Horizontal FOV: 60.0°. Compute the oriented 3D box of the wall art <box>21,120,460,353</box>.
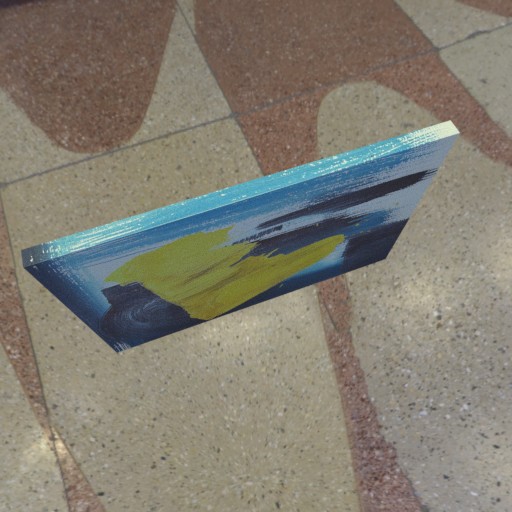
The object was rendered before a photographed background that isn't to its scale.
[{"bbox_3d":[0.000,0.000,1.154,0.914,0.610,0.039,-18,65,-9],"label":"wall art"}]
